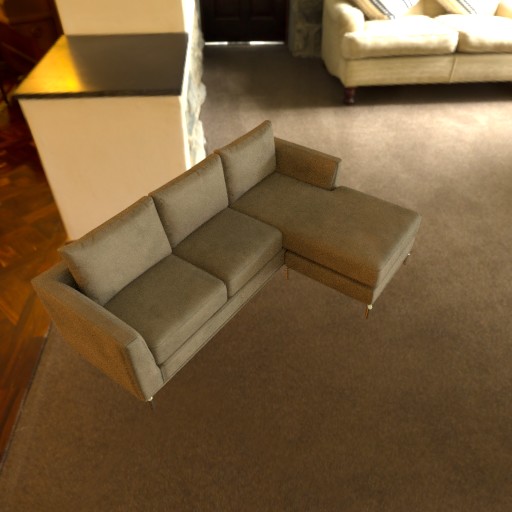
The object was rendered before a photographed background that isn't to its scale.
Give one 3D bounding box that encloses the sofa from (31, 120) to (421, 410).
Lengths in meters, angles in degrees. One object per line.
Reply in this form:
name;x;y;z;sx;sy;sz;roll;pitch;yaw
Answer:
sofa;0.000;0.000;3.223;1.622;0.987;2.438;26;48;26
